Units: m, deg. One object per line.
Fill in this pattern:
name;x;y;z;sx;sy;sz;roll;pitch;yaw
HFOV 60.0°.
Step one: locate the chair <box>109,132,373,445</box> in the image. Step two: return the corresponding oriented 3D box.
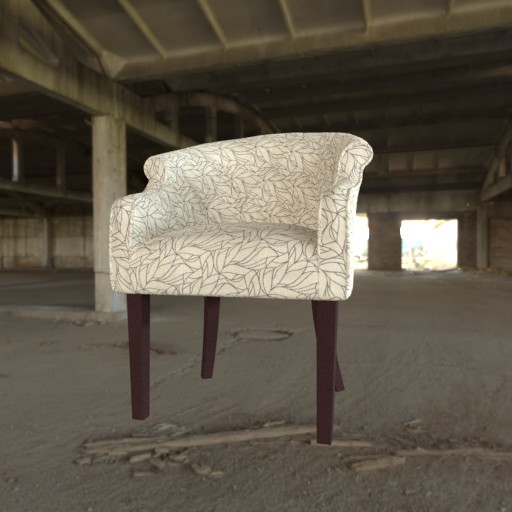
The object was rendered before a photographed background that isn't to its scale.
chair;0.000;0.000;1.336;0.686;0.858;0.613;0;1;17
